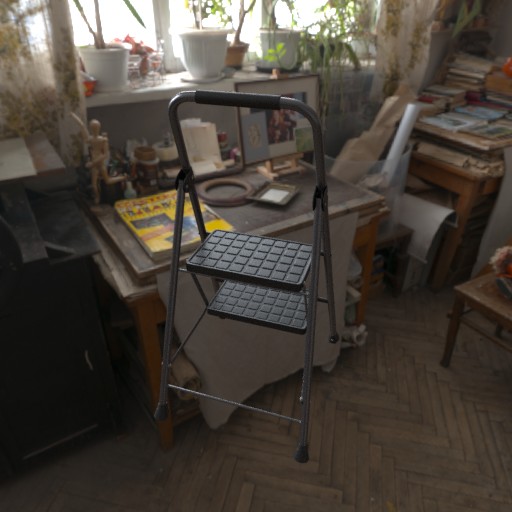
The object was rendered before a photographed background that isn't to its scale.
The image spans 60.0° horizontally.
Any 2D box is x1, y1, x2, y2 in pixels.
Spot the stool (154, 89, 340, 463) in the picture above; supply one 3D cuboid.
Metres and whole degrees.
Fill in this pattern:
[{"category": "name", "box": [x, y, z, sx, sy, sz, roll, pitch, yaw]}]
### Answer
[{"category": "stool", "box": [0.000, 0.000, 1.176, 0.450, 0.872, 0.514, 10, 33, 16]}]
